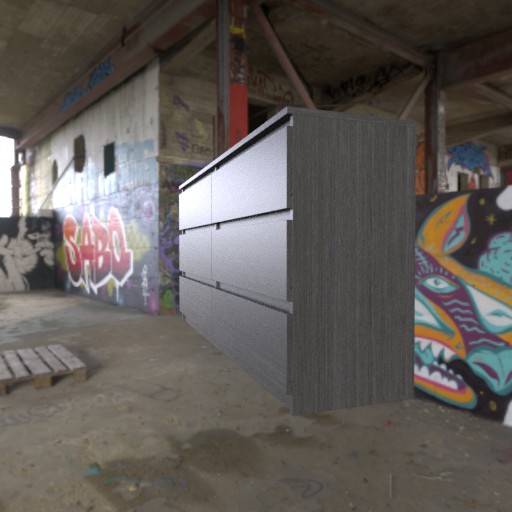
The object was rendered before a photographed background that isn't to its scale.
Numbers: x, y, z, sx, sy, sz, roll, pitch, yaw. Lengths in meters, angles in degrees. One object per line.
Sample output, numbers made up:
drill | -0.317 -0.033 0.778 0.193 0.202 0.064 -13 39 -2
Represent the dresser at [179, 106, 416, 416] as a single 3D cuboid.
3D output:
dresser | 0.000 0.000 1.949 0.400 0.795 1.590 0 1 -20
